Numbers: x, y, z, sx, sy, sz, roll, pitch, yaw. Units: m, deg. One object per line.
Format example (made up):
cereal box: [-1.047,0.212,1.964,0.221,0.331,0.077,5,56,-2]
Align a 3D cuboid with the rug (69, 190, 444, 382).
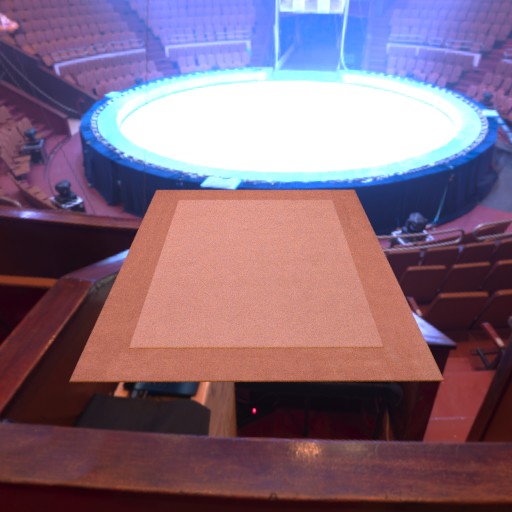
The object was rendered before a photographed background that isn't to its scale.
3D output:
rug: [0.000,0.000,4.168,2.438,0.014,3.048,0,32,0]
